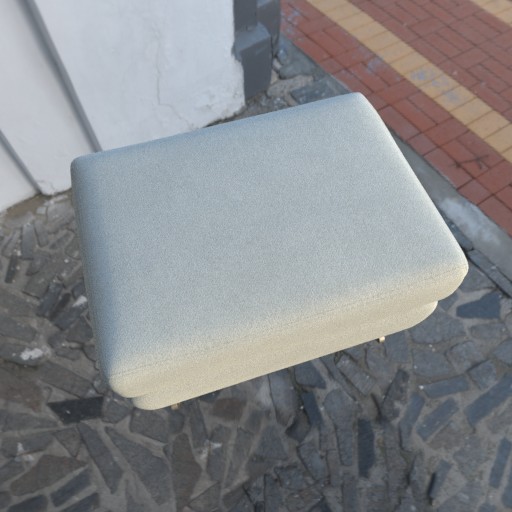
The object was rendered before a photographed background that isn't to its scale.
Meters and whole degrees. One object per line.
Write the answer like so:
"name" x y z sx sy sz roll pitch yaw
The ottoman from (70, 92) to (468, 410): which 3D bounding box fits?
"ottoman" 0.000 0.000 1.140 0.773 0.499 0.569 -16 63 -8
